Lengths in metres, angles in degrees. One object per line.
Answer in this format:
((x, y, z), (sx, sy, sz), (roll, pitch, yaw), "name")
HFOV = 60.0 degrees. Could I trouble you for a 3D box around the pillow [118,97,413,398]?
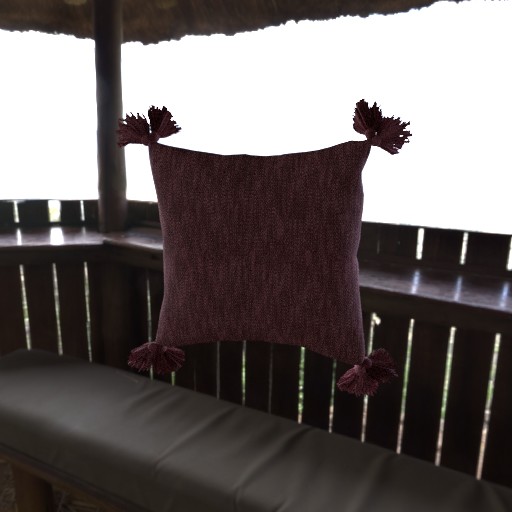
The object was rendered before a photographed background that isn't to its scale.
((0.000, 0.000, 0.968), (0.641, 0.659, 0.138), (2, 13, 9), "pillow")
